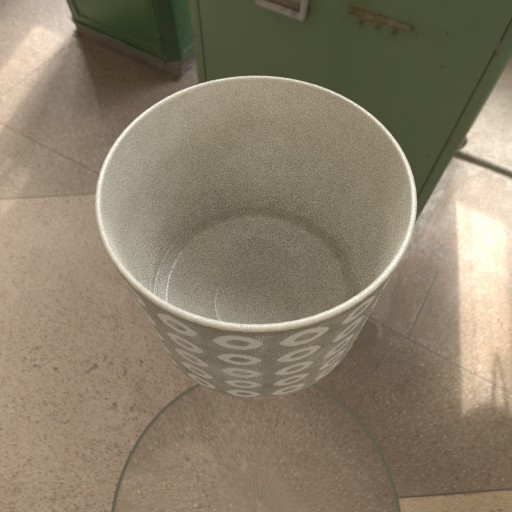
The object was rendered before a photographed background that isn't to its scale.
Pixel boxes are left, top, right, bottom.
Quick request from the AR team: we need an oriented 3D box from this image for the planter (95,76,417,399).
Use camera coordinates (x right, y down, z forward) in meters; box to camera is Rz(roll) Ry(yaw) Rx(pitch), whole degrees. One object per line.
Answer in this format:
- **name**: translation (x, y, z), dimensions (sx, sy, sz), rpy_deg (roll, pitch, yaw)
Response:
- **planter**: translation (0.000, 0.000, 0.343), dimensions (0.190, 0.181, 0.190), rpy_deg (0, 60, 0)
